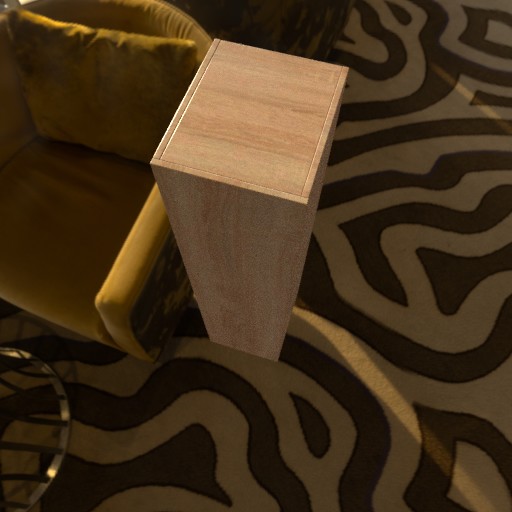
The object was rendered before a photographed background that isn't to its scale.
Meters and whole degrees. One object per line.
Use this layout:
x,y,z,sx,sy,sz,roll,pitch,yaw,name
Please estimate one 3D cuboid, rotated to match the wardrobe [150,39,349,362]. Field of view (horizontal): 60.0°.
0.000,0.000,2.393,0.496,2.117,0.588,16,65,8,wardrobe
